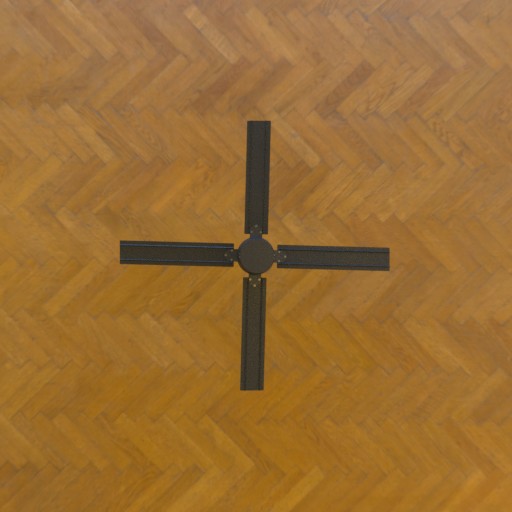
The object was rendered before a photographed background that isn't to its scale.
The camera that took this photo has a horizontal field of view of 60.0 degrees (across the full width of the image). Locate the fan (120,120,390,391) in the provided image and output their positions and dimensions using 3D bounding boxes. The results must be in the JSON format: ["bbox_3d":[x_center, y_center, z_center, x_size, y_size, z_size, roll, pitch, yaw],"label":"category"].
[{"bbox_3d":[0.000,0.000,2.034,1.319,0.410,1.319,0,90,-1],"label":"fan"}]
